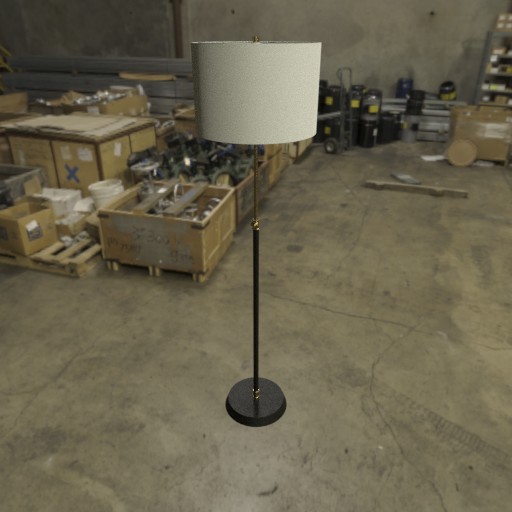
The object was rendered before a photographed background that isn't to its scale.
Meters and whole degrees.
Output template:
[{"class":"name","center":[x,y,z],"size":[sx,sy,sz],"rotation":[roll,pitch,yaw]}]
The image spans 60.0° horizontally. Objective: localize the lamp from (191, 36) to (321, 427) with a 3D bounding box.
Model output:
[{"class":"lamp","center":[0.000,0.000,1.710],"size":[0.404,1.517,0.404],"rotation":[9,28,17]}]
